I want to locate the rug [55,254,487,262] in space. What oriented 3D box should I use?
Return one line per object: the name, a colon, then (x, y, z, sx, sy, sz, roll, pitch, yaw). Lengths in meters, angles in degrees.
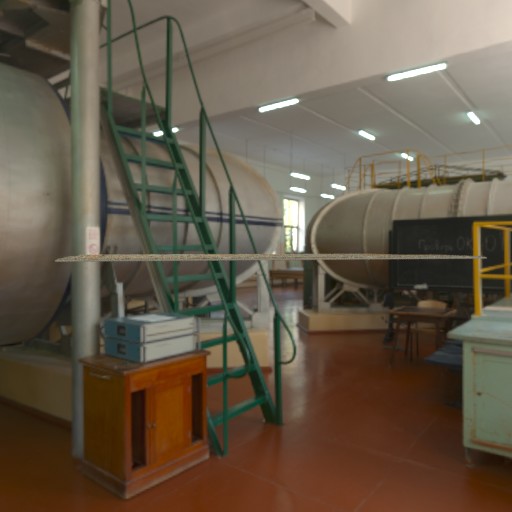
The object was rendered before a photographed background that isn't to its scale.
rug: (0.000, 0.000, 3.983, 3.063, 0.024, 2.158, 0, 1, -18)
